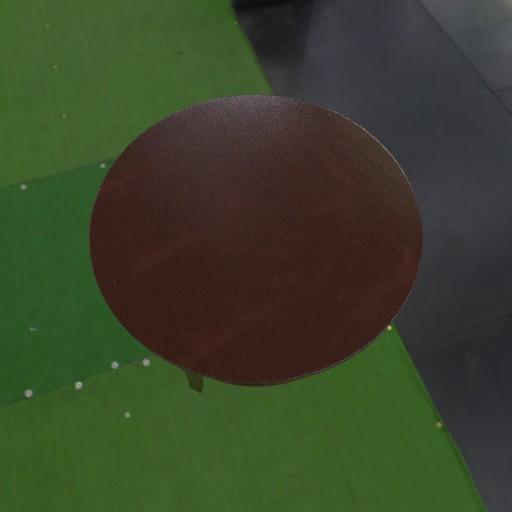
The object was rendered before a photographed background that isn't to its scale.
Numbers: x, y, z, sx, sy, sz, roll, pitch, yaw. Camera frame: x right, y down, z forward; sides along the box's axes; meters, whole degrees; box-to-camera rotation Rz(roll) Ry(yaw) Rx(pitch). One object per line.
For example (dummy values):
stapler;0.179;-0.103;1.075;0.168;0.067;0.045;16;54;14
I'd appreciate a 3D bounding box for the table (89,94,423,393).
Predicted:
table;0.000;0.000;1.451;0.911;0.512;0.911;0;63;0
